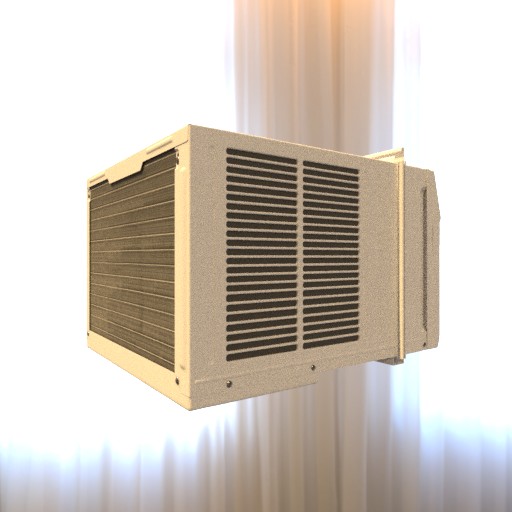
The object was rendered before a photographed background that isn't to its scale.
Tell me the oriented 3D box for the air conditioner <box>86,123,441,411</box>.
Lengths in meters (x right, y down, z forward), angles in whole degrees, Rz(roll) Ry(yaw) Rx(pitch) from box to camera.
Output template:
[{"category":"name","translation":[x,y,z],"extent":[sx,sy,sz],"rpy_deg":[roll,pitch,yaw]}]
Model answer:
[{"category":"air conditioner","translation":[0.000,0.000,0.899],"extent":[0.546,0.388,0.503],"rpy_deg":[0,0,-35]}]
